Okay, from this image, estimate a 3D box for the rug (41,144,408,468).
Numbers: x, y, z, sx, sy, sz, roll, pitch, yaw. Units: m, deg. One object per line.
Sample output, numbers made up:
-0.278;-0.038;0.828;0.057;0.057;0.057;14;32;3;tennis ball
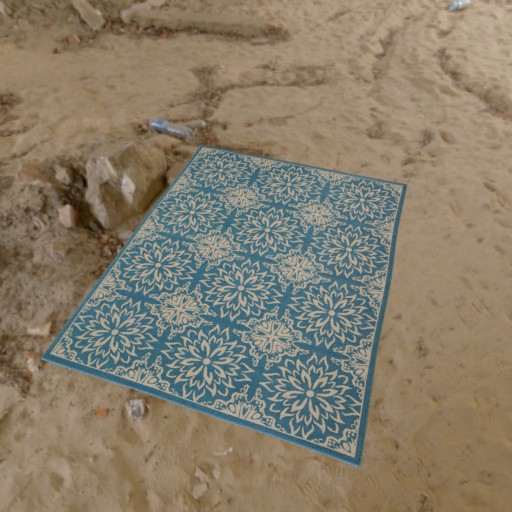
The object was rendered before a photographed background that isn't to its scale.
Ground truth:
0.000;0.000;3.929;2.350;0.018;2.964;14;48;13;rug
